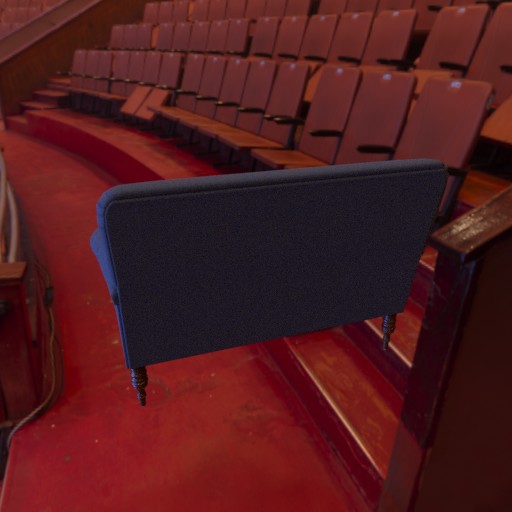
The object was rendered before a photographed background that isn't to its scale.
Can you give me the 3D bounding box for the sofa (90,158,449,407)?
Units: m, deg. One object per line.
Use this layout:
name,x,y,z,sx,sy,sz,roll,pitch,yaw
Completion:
sofa,0.000,0.000,1.875,1.297,0.889,0.779,-8,26,-17
